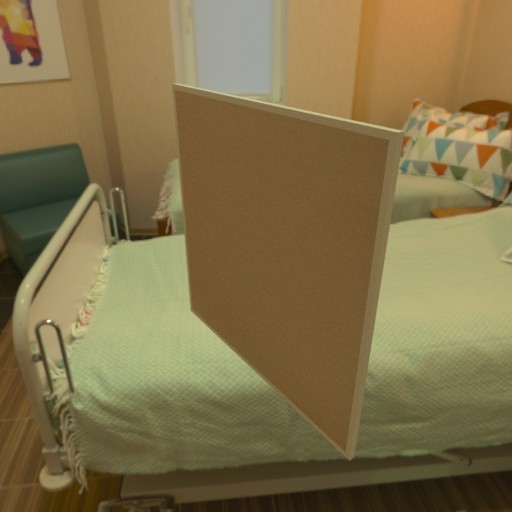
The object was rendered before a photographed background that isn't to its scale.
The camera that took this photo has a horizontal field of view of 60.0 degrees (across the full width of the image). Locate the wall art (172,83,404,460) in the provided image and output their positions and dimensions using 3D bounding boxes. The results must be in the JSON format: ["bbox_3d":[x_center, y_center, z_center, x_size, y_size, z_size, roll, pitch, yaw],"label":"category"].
[{"bbox_3d":[0.000,0.000,0.834,0.012,0.557,0.557,-19,33,-32],"label":"wall art"}]
